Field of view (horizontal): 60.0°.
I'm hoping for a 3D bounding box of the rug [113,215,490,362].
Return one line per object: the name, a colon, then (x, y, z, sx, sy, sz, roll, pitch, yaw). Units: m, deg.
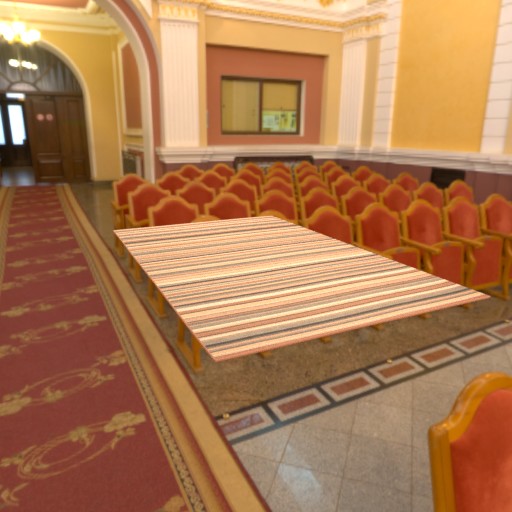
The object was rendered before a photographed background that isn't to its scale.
rug: (0.000, 0.000, 3.034, 1.523, 0.014, 2.438, -8, 18, -25)
